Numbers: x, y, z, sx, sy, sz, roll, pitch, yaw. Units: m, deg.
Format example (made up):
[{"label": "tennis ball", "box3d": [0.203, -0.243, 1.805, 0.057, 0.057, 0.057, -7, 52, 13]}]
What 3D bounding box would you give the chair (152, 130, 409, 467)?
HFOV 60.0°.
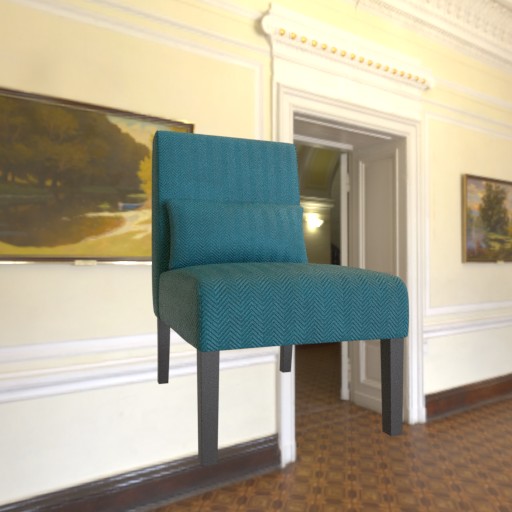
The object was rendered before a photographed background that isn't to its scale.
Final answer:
[{"label": "chair", "box3d": [0.000, 0.000, 1.413, 0.579, 0.927, 0.808, 0, -1, -20]}]
